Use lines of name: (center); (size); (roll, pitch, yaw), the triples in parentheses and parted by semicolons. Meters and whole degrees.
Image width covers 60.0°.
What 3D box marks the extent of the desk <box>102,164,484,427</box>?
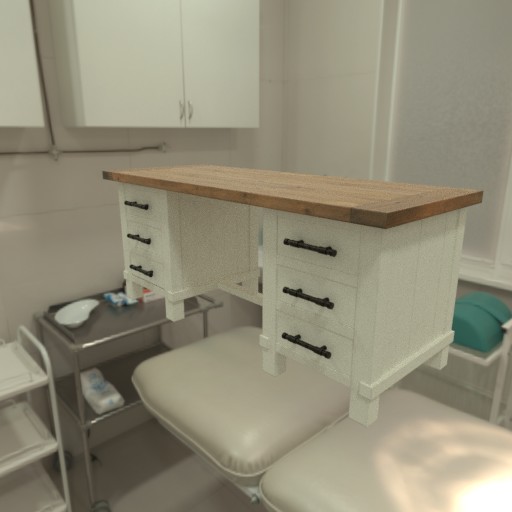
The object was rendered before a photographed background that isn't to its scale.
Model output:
desk: (0.000, 0.000, 2.201); (0.688, 0.760, 1.803); (-14, 21, -41)
